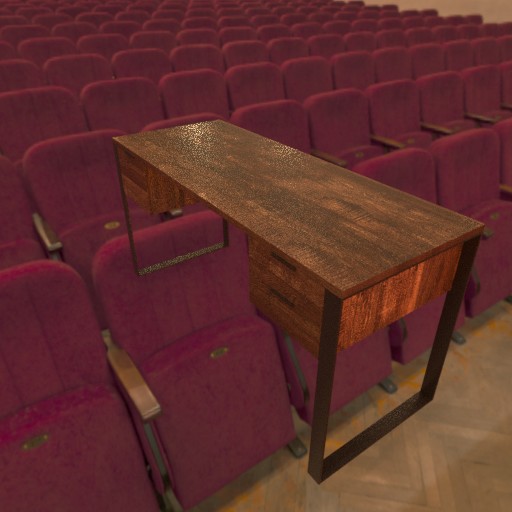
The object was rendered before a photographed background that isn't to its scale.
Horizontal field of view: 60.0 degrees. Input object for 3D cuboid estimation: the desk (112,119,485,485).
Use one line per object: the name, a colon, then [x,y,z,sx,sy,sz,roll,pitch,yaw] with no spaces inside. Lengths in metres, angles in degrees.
desk: [0.000,0.000,1.904,0.599,0.762,1.524,-20,36,-30]
